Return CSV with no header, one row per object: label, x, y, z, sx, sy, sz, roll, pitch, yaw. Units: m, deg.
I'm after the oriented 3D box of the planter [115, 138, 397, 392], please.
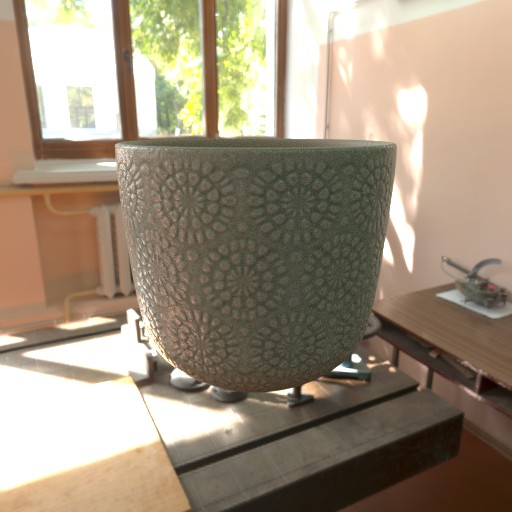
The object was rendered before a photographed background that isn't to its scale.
planter,0.000,0.000,0.218,0.124,0.109,0.124,0,16,0
